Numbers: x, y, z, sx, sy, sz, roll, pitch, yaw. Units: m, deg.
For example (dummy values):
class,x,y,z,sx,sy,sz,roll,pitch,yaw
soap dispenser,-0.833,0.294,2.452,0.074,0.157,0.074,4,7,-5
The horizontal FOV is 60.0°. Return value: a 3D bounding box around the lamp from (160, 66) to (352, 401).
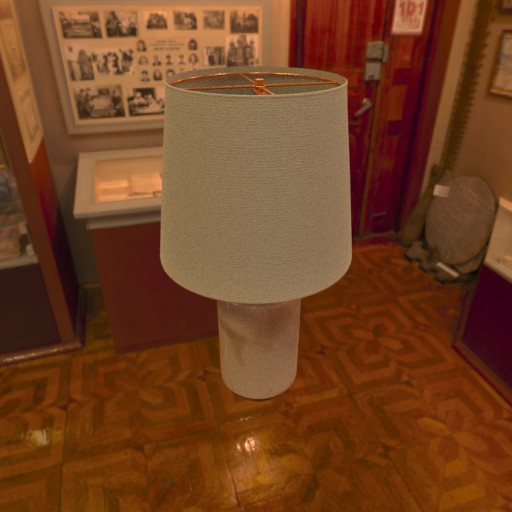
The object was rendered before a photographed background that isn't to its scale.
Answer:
class,x,y,z,sx,sy,sz,roll,pitch,yaw
lamp,0.000,0.000,0.451,0.189,0.340,0.189,0,30,0
